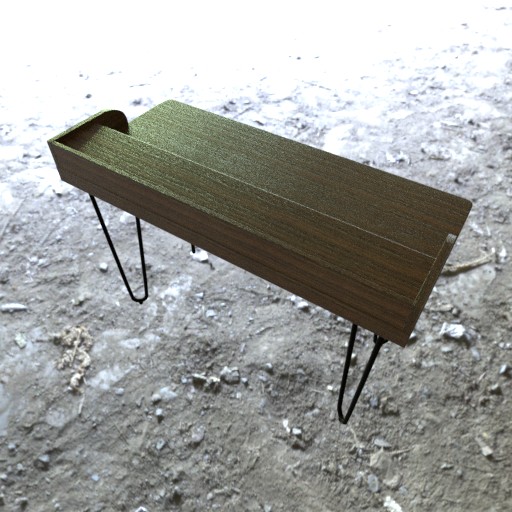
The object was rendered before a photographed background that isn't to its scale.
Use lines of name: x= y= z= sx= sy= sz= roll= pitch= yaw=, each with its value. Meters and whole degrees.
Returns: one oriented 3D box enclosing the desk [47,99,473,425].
desk: x=0.000 y=0.000 z=1.632 sx=1.200 sy=0.854 sz=0.565 roll=25 pitch=51 yaw=22
